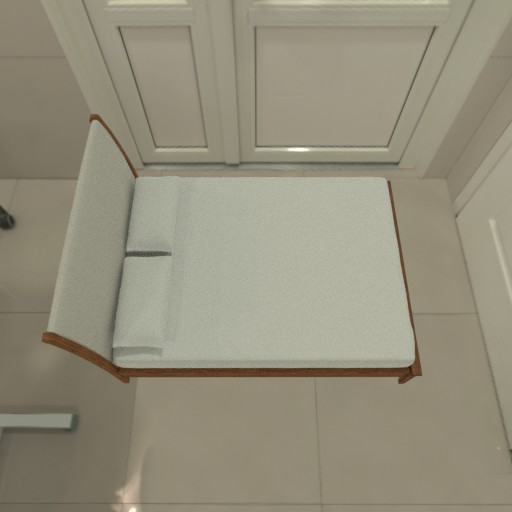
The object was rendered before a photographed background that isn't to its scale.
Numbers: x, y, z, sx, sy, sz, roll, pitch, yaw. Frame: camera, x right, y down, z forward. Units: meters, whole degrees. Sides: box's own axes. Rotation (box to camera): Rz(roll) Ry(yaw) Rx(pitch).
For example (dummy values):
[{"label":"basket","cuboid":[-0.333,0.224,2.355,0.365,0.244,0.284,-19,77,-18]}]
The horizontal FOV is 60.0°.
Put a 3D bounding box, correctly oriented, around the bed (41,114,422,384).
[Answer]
[{"label":"bed","cuboid":[0.000,0.000,2.971,2.108,1.135,1.502,0,64,0]}]
